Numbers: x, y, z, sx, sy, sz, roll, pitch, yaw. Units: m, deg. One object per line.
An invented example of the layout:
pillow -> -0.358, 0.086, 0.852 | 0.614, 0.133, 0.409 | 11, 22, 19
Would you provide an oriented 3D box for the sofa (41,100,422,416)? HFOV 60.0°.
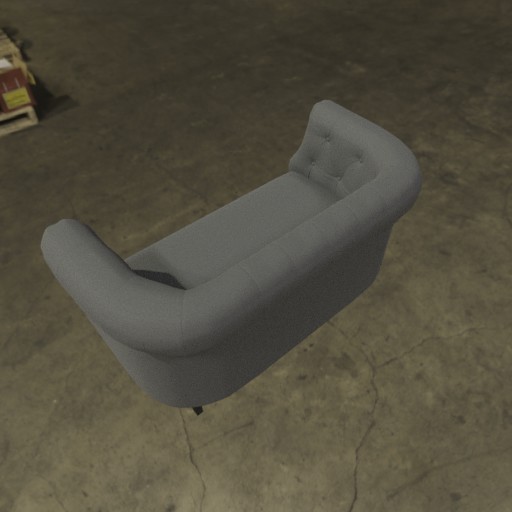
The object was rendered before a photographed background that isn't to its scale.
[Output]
sofa -> 0.000, 0.000, 2.021 | 1.558, 0.827, 0.835 | -32, 54, -27
